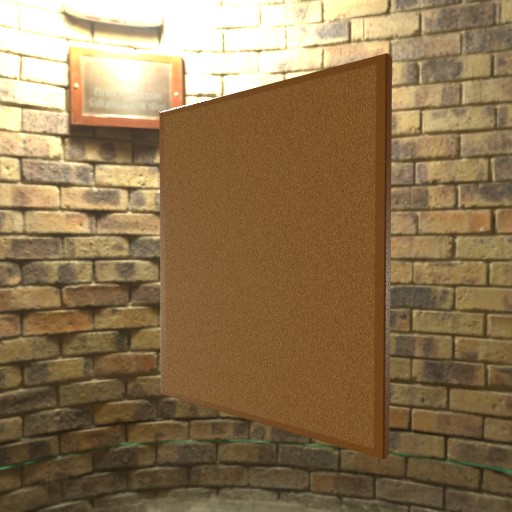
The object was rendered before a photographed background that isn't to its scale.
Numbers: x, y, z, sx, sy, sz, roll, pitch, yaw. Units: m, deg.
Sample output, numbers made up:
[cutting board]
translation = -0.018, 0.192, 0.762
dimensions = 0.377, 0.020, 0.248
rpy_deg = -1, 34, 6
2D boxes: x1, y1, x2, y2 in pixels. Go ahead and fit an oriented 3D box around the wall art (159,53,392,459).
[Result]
[wall art]
translation = 0.000, 0.000, 0.509
dimensions = 0.310, 0.379, 0.015
rpy_deg = 1, 2, 36
